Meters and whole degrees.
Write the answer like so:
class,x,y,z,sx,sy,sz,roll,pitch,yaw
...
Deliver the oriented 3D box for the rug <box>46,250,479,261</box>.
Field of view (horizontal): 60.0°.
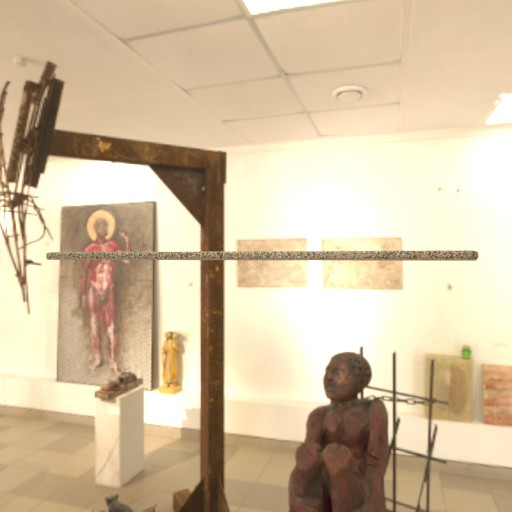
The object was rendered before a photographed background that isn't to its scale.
class,x,y,z,sx,sy,sz,roll,pitch,yaw
rug,0.000,0.000,1.781,1.524,0.030,0.609,0,0,17
